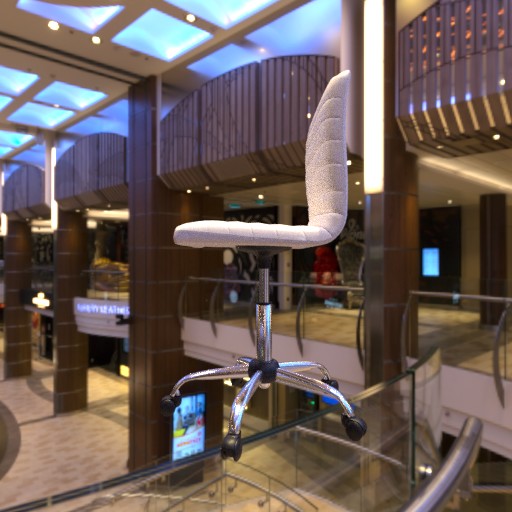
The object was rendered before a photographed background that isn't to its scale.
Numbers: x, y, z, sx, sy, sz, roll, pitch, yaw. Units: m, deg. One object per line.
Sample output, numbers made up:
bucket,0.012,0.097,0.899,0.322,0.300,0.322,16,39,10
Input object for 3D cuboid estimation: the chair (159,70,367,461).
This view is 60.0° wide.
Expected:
chair,0.000,0.000,1.052,0.455,0.750,0.520,0,0,0
